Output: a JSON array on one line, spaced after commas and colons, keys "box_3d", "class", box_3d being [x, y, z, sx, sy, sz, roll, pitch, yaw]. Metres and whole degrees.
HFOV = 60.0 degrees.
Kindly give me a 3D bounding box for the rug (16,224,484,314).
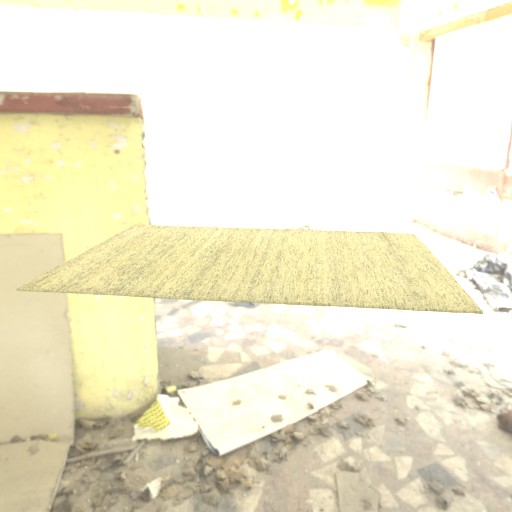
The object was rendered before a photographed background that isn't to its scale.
[{"box_3d": [0.000, 0.000, 2.827, 2.263, 0.017, 1.523, 2, 17, 7], "class": "rug"}]
